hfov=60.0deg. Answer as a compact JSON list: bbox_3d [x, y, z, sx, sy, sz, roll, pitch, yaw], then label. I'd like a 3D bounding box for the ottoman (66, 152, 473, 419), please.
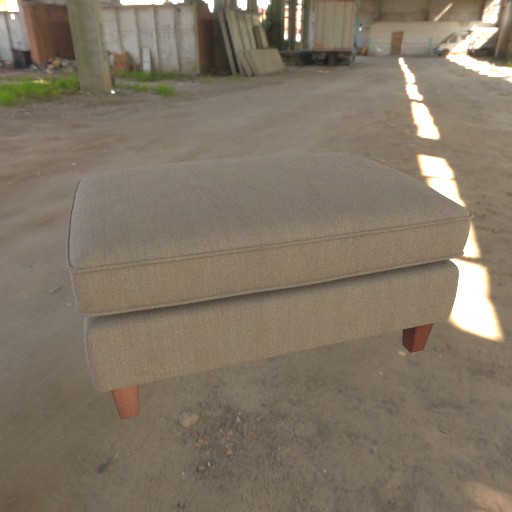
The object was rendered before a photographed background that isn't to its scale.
[{"bbox_3d":[0.000,0.000,1.275,0.941,0.480,0.636,-8,28,-16],"label":"ottoman"}]
